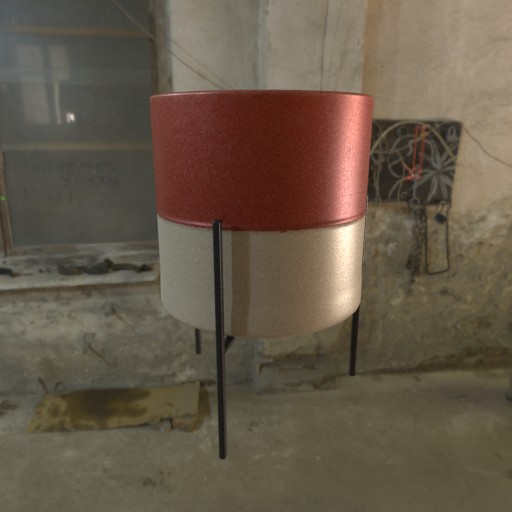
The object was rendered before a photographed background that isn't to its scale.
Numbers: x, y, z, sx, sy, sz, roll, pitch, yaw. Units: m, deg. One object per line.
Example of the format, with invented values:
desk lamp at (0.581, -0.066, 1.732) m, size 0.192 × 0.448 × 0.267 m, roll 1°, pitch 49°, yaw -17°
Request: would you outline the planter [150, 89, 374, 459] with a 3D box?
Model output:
planter at (0.000, 0.000, 0.527) m, size 0.235 × 0.354 × 0.251 m, roll -15°, pitch 22°, yaw -42°
